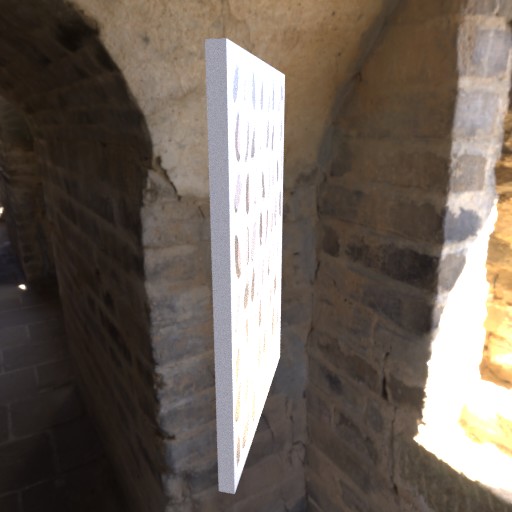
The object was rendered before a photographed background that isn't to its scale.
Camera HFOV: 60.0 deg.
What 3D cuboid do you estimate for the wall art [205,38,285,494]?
[{"bbox_3d":[0.000,0.000,0.752,0.025,0.608,0.405,4,17,12],"label":"wall art"}]
